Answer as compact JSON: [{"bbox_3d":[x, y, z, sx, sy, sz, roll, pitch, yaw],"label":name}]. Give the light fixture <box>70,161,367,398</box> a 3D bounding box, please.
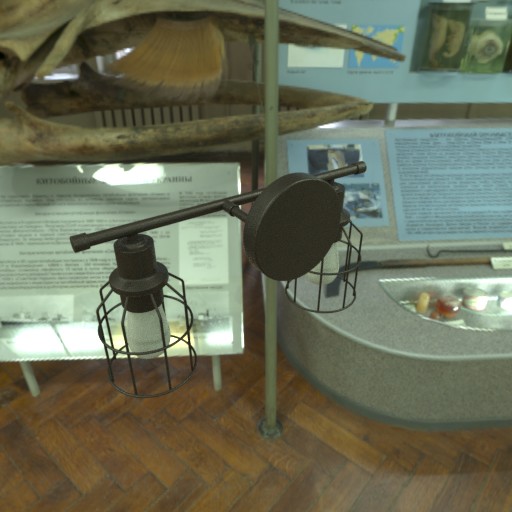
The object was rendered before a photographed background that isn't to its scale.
[{"bbox_3d":[0.000,0.000,0.555,0.406,0.254,0.165,-19,36,-29],"label":"light fixture"}]
